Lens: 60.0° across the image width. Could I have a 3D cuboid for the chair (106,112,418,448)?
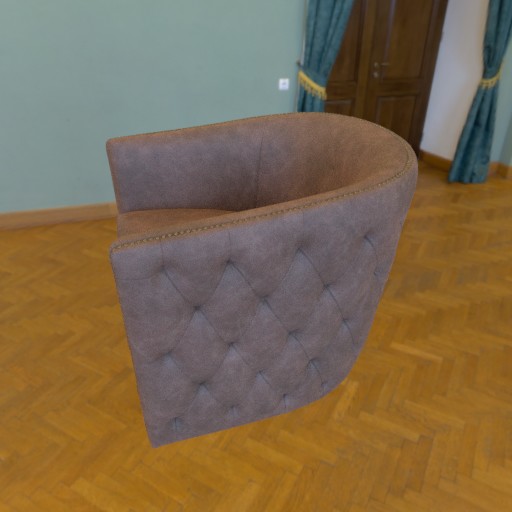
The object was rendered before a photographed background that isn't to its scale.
[{"bbox_3d":[0.000,0.000,1.480,0.870,0.790,0.850,-9,32,-14],"label":"chair"}]
